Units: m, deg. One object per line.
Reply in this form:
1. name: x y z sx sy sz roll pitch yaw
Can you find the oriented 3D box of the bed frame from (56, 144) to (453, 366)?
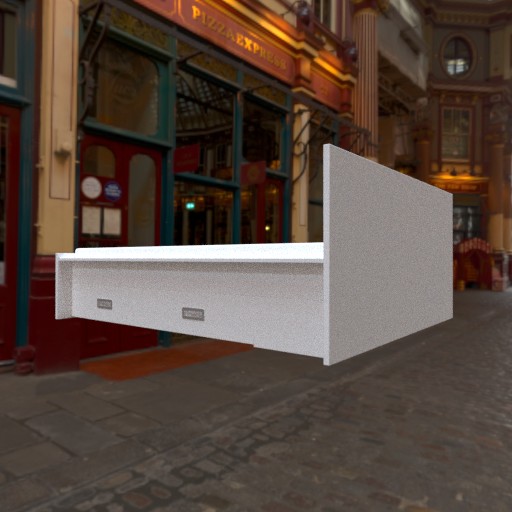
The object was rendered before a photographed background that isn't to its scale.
1. bed frame: 0.000 0.000 2.839 1.960 0.800 1.622 0 0 38
